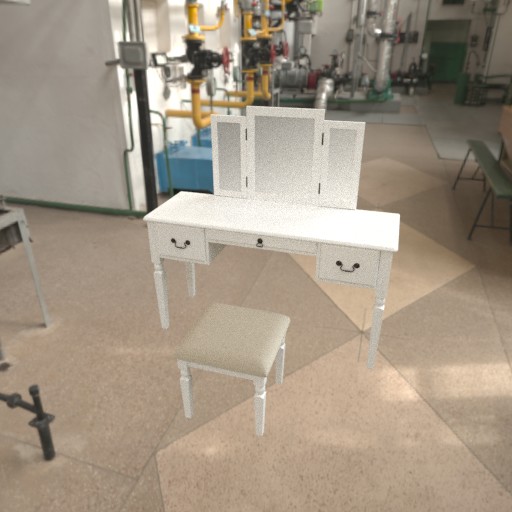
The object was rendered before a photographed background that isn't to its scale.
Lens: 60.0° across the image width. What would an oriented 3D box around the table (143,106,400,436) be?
[{"bbox_3d":[0.000,0.000,2.270,1.369,1.310,1.115,8,28,15],"label":"table"}]
